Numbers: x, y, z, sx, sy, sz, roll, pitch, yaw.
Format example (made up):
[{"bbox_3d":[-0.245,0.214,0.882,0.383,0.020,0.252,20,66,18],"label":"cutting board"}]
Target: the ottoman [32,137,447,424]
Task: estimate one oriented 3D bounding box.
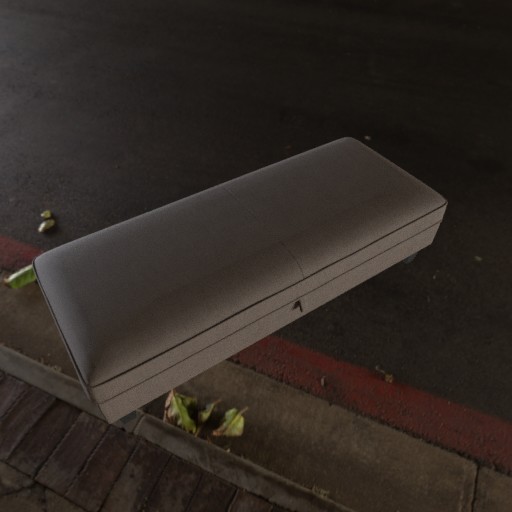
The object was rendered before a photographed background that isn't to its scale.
[{"bbox_3d":[0.000,0.000,2.061,1.764,0.470,0.751,-25,51,-23],"label":"ottoman"}]
